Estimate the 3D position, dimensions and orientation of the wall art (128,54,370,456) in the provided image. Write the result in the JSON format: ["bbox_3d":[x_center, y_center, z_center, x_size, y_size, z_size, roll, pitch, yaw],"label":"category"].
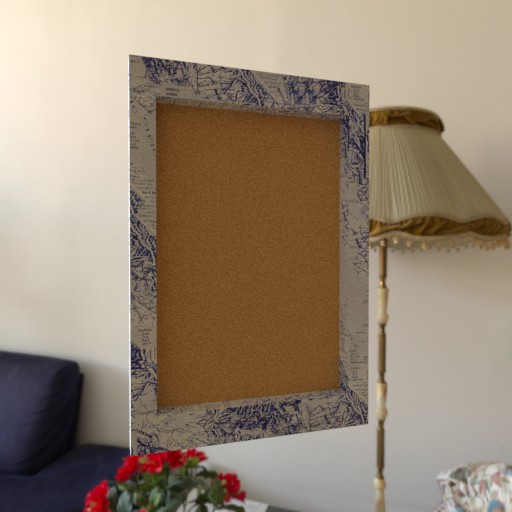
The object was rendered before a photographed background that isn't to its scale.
[{"bbox_3d":[0.000,0.000,0.742,0.408,0.601,0.040,0,1,-18],"label":"wall art"}]
